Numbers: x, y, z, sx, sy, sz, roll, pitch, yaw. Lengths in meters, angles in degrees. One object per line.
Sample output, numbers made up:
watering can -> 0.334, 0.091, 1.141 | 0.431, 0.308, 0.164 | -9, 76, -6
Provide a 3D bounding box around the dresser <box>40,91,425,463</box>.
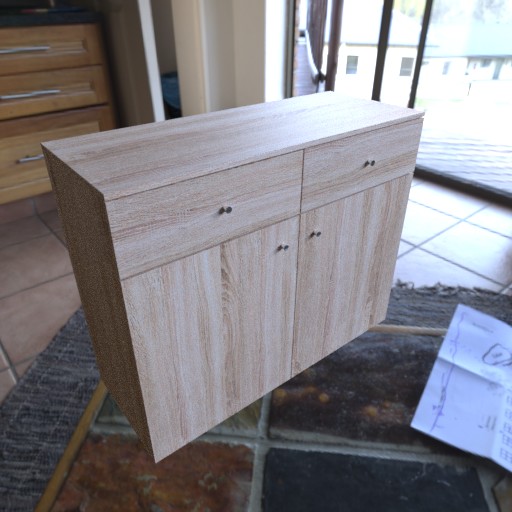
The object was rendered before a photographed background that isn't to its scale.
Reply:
dresser -> 0.000, 0.000, 1.547 | 1.100, 0.900, 0.450 | -22, 38, -32
